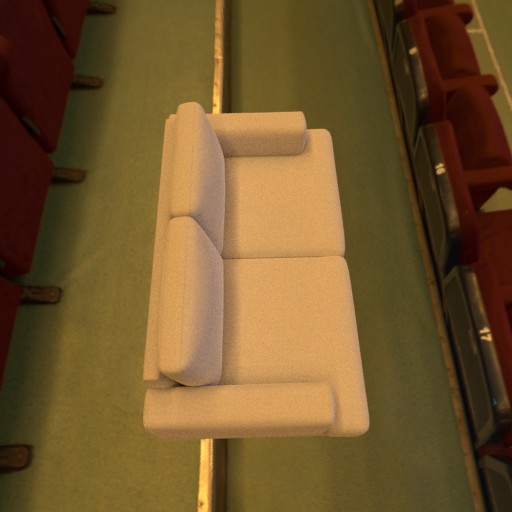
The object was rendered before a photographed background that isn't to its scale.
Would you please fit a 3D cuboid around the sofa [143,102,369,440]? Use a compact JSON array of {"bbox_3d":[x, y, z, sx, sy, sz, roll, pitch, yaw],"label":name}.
[{"bbox_3d":[0.000,0.000,2.171,0.915,0.810,1.651,-1,63,-1],"label":"sofa"}]
